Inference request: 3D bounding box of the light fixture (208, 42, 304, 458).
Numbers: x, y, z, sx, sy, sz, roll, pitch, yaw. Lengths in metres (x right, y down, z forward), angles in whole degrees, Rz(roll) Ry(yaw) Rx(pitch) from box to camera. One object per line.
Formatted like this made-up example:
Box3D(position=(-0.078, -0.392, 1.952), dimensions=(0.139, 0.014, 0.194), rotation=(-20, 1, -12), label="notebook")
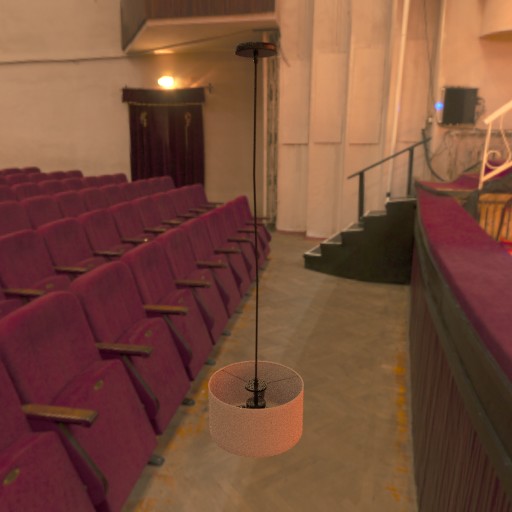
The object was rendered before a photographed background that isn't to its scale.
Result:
Box3D(position=(0.000, 0.000, 1.739), dimensions=(0.399, 1.516, 0.399), rotation=(0, 13, 0), label="light fixture")
